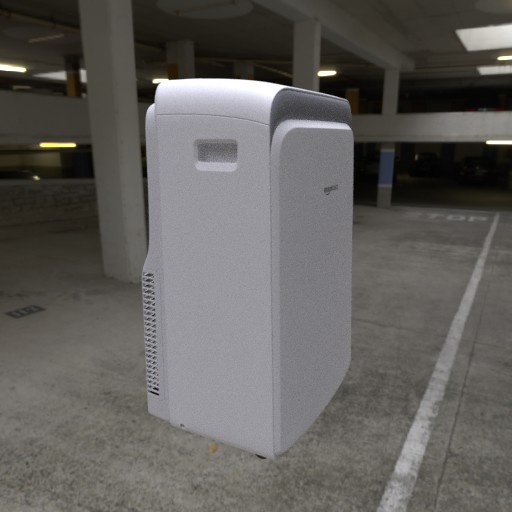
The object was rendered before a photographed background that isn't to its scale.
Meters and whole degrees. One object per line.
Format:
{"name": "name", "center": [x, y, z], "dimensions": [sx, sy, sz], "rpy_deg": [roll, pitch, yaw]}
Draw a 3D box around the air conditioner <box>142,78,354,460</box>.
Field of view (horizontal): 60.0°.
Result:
{"name": "air conditioner", "center": [0.000, 0.000, 0.969], "dimensions": [0.365, 0.700, 0.454], "rpy_deg": [8, 17, 28]}
